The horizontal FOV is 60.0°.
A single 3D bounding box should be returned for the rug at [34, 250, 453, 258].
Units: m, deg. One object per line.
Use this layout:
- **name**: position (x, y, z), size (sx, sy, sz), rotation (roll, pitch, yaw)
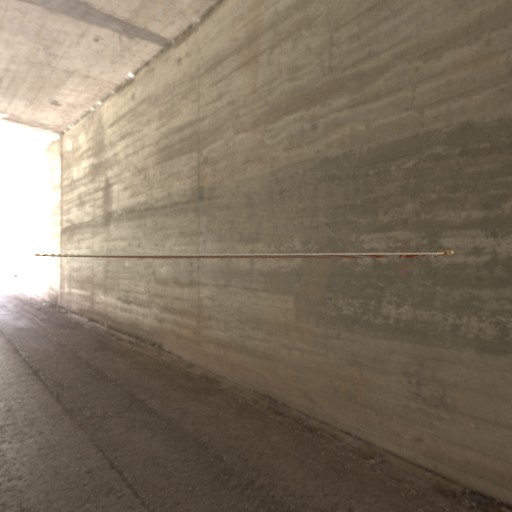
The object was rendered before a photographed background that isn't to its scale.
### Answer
- **rug**: position (0.000, 0.000, 3.123), size (2.433, 0.022, 1.556), rotation (0, -1, 18)
